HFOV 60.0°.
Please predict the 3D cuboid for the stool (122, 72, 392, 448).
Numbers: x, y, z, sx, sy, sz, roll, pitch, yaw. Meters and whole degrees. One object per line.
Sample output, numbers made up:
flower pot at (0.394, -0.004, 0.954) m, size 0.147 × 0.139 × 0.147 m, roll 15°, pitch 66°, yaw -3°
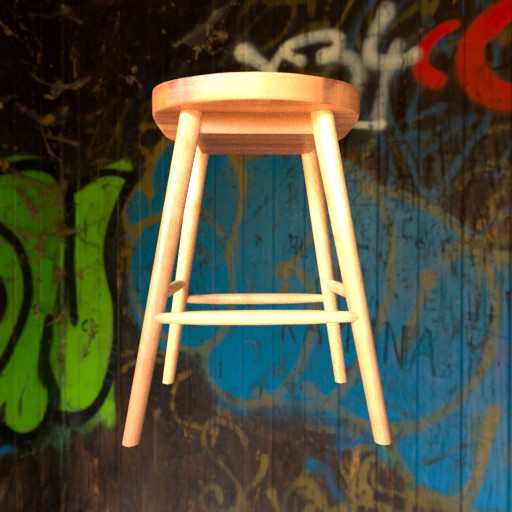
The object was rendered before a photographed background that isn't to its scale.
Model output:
stool at (0.000, 0.000, 0.889) m, size 0.440 × 0.615 × 0.361 m, roll 0°, pitch 1°, yaw -1°
